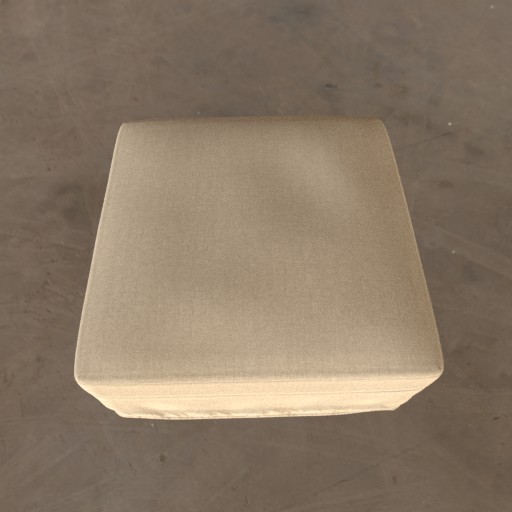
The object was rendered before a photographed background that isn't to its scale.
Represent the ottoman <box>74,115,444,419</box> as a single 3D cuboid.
[{"bbox_3d":[0.000,0.000,1.314,0.843,0.436,0.840,-1,59,-1],"label":"ottoman"}]
